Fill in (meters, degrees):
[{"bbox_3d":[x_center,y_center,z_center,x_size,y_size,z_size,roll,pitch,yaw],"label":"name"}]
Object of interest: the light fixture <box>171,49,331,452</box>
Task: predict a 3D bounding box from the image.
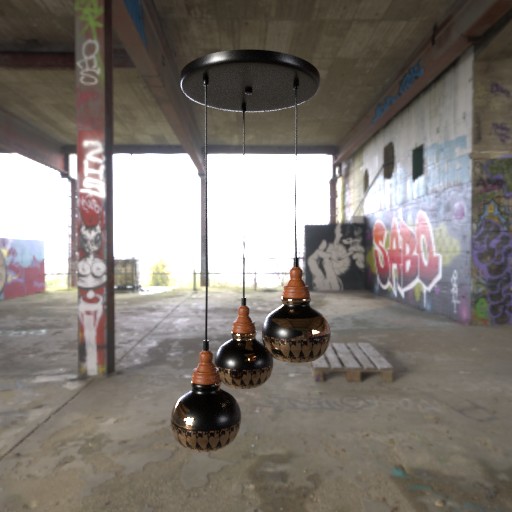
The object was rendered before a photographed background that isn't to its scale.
[{"bbox_3d":[0.000,0.000,1.786,0.605,1.410,0.608,0,1,19],"label":"light fixture"}]
